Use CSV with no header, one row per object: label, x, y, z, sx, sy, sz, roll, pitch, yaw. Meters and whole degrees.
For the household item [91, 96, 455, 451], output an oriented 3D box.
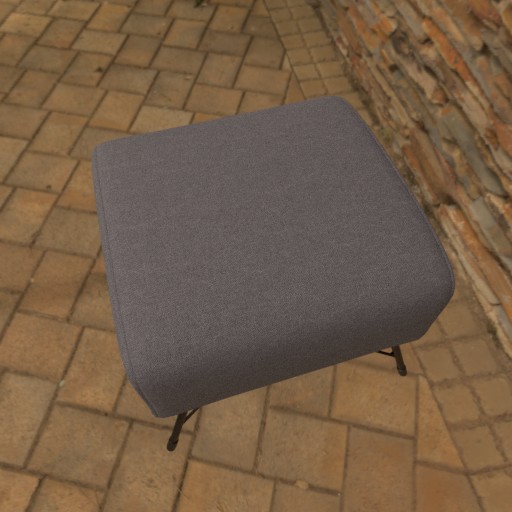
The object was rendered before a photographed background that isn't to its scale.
household item,0.000,0.000,0.885,0.530,0.410,0.530,-15,58,-9
